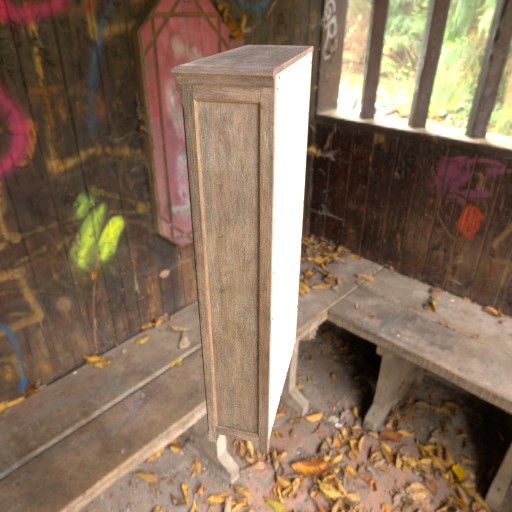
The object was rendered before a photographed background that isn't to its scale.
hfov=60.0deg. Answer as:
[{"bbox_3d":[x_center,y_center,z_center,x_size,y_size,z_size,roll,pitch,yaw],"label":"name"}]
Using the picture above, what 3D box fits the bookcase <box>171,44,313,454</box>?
[{"bbox_3d":[0.000,0.000,2.258,0.348,1.880,0.906,7,31,12],"label":"bookcase"}]
